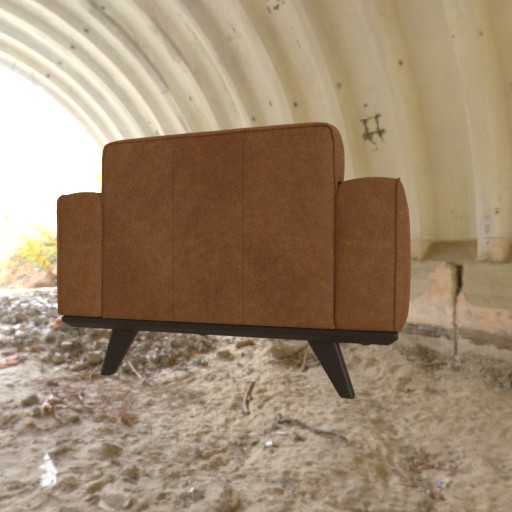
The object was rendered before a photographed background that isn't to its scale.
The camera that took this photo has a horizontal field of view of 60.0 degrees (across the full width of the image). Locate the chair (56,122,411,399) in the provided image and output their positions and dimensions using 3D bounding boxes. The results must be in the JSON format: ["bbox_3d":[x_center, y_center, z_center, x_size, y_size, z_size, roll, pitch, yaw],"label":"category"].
[{"bbox_3d":[0.000,0.000,1.715,1.118,0.782,0.952,0,0,18],"label":"chair"}]
